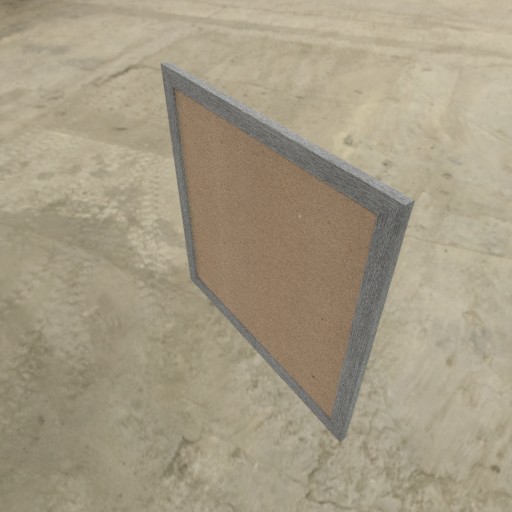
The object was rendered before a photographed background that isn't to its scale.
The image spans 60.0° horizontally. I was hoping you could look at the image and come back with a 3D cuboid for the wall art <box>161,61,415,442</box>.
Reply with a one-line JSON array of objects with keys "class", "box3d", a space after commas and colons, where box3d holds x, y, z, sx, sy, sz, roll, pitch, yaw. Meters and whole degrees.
[{"class": "wall art", "box3d": [0.000, 0.000, 1.026, 0.020, 0.685, 0.685, -27, 49, -27]}]
